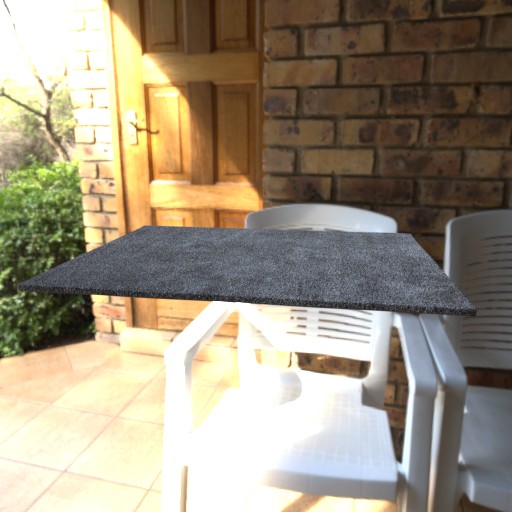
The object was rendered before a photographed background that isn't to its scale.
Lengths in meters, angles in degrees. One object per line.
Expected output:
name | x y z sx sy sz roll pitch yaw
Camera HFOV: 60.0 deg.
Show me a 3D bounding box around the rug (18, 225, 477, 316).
rug | 0.000 0.000 2.087 1.601 0.025 1.198 2 15 9
